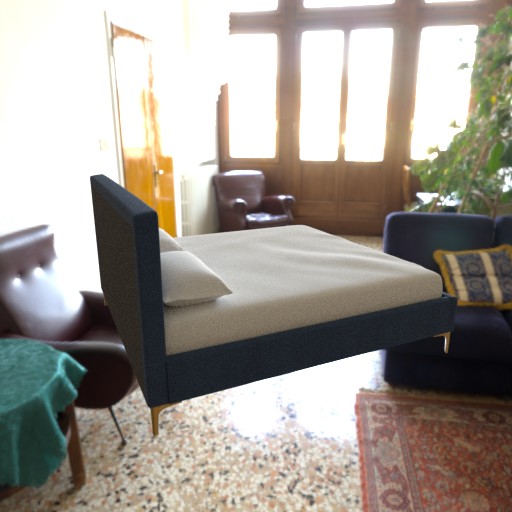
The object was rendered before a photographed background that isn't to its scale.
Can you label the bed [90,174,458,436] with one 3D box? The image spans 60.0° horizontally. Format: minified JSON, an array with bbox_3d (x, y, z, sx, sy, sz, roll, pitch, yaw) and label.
[{"bbox_3d":[0.000,0.000,3.577,2.232,1.231,2.096,-7,18,-24],"label":"bed"}]
